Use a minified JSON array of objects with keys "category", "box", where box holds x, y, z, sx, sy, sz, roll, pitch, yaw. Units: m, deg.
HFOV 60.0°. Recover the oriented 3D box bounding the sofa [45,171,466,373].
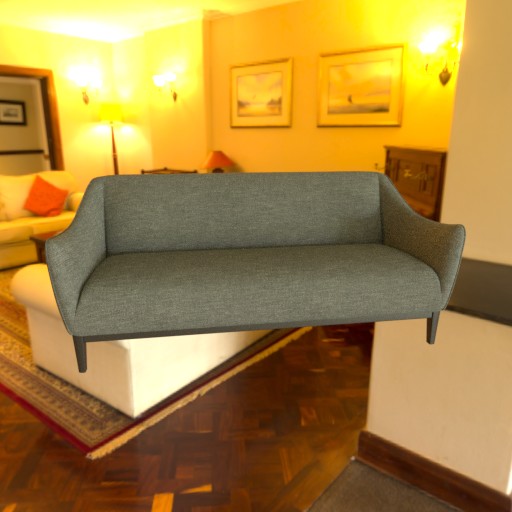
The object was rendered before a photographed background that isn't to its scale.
[{"category":"sofa","box":[0.000,0.000,2.407,1.928,0.829,0.867,-3,16,-9]}]
